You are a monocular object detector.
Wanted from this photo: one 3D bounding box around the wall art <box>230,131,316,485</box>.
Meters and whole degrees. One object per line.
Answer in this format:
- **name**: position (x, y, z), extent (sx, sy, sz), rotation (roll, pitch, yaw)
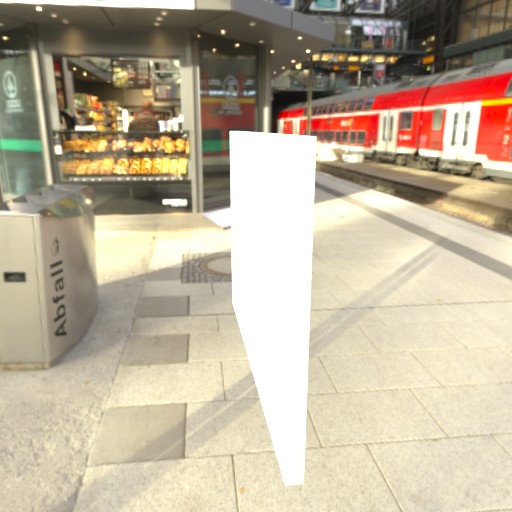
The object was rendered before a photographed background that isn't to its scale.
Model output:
- **wall art**: position (0.000, 0.000, 1.683), extent (0.051, 0.902, 1.308), rotation (-3, 16, -9)
